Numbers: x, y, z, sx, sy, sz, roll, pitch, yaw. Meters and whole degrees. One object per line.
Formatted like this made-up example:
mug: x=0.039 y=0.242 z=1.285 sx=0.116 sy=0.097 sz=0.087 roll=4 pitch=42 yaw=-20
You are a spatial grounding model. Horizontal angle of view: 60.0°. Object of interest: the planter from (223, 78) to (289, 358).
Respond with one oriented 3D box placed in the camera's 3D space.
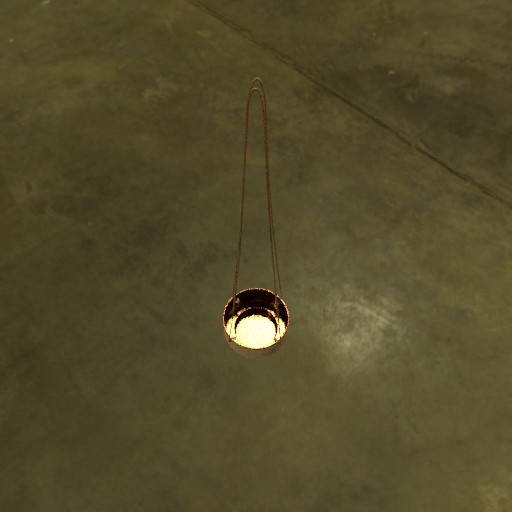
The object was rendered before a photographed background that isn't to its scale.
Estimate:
planter: x=0.000 y=0.000 z=1.140 sx=0.223 sy=1.030 sz=0.223 roll=2 pitch=58 yaw=1
